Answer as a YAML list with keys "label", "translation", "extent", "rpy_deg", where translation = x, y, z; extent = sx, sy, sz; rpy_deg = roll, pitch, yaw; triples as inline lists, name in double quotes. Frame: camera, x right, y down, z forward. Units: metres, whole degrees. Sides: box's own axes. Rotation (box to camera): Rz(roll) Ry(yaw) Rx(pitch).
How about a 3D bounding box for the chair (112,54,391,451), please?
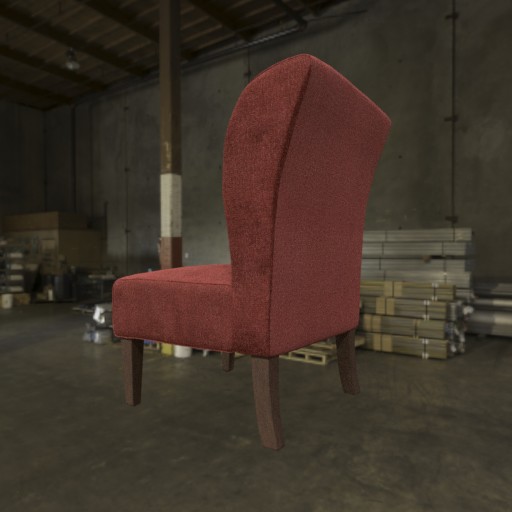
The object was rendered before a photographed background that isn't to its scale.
- label: "chair"
  translation: [0.000, 0.000, 1.281]
  extent: [0.640, 0.846, 0.538]
  rpy_deg: [0, 1, 35]
